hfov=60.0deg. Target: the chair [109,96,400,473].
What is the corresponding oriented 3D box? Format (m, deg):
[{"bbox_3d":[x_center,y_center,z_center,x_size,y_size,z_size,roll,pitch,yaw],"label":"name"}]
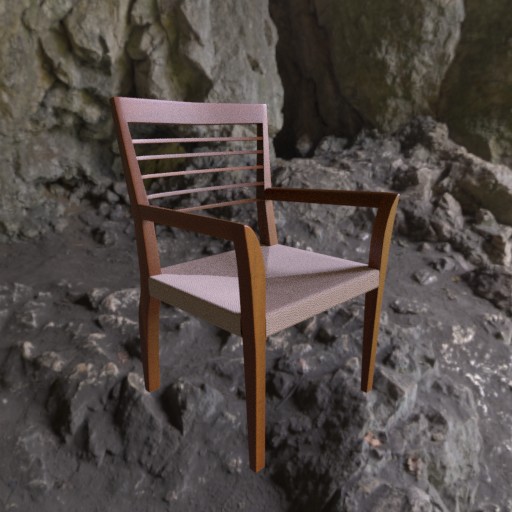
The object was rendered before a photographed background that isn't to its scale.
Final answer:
[{"bbox_3d":[0.000,0.000,1.265,0.587,0.855,0.540,-15,22,-42],"label":"chair"}]
